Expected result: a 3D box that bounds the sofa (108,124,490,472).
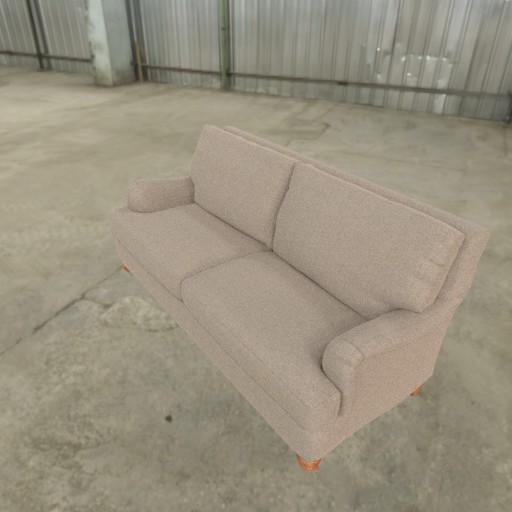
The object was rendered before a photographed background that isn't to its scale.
[{"bbox_3d":[0.000,0.000,2.658,1.087,1.054,2.160,-22,38,-31],"label":"sofa"}]
